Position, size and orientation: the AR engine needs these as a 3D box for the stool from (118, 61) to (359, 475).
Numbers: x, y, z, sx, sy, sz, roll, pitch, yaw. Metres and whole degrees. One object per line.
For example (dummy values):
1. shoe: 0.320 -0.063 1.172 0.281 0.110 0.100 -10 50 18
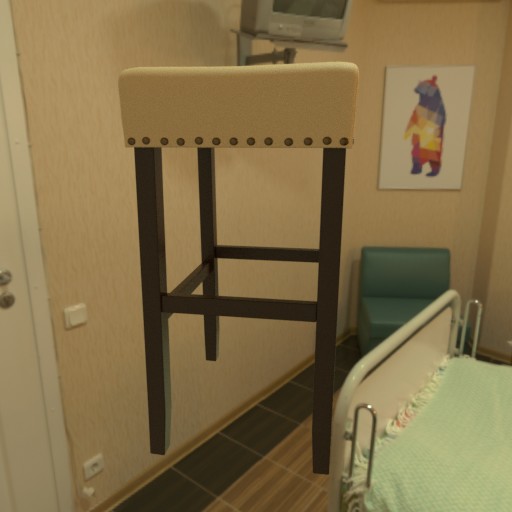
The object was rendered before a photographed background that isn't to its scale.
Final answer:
1. stool: 0.000 0.000 1.021 0.401 0.762 0.471 2 15 9
